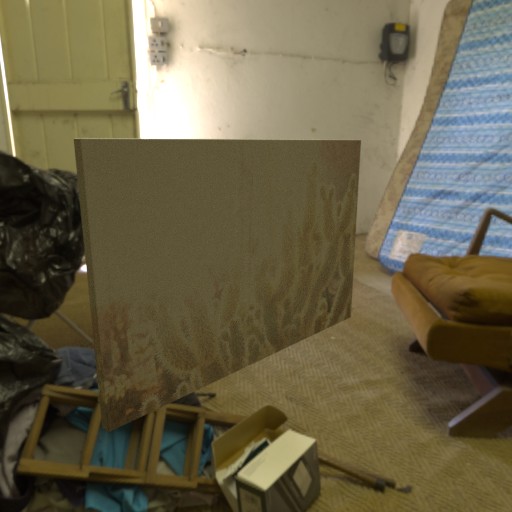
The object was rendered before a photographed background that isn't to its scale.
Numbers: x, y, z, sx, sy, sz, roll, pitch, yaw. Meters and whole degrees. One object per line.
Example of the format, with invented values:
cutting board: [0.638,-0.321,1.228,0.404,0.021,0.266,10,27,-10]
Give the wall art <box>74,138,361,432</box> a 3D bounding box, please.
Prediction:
wall art: [0.000,0.000,1.488,1.142,0.758,0.041,-14,20,-43]
